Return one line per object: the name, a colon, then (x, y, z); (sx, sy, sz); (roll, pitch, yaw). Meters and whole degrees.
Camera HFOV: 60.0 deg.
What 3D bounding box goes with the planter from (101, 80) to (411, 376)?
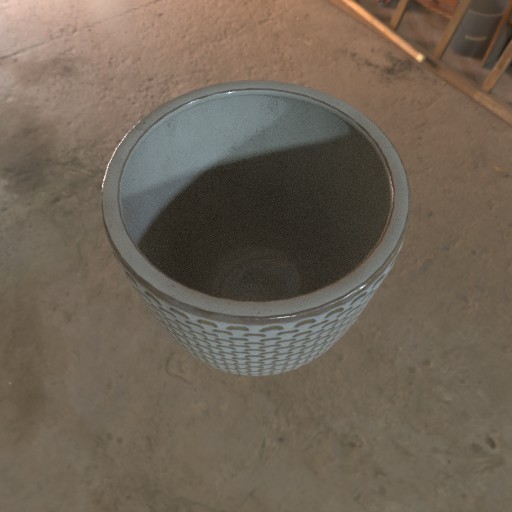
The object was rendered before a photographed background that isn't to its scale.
planter: (0.000, 0.000, 0.361); (0.197, 0.191, 0.197); (0, 59, 0)
